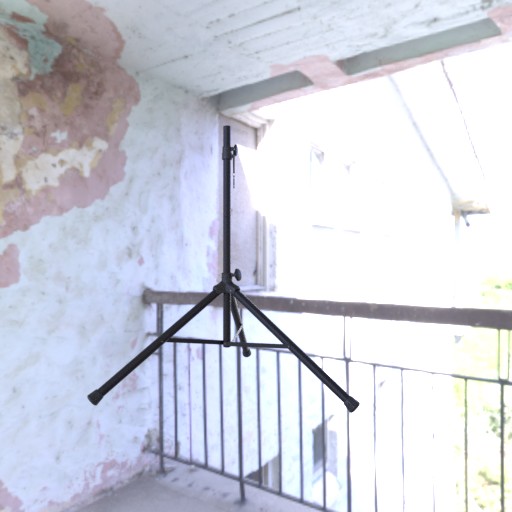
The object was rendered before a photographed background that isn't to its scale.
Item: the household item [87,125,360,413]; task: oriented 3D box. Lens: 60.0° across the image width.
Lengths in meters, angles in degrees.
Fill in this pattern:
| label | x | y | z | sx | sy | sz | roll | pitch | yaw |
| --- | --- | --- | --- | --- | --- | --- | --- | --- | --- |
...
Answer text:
| label | x | y | z | sx | sy | sz | roll | pitch | yaw |
| --- | --- | --- | --- | --- | --- | --- | --- | --- | --- |
| household item | 0.000 | 0.000 | 1.853 | 0.907 | 1.136 | 1.045 | 0 | 0 | 36 |
